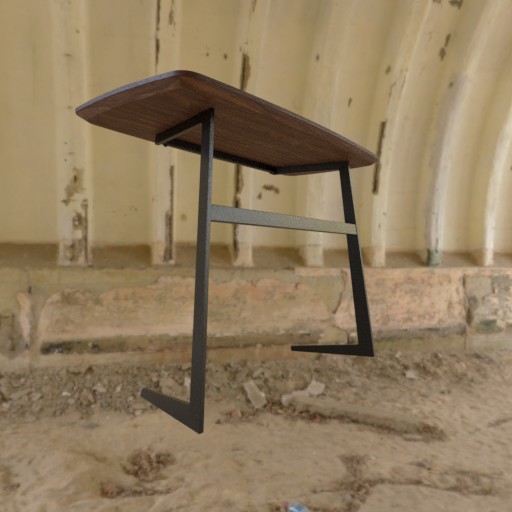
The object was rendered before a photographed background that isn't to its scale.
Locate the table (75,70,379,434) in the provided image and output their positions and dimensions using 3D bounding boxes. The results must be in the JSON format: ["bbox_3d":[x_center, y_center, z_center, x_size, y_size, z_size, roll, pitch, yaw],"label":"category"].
[{"bbox_3d":[0.000,0.000,1.086,0.361,0.576,0.804,0,0,38],"label":"table"}]
